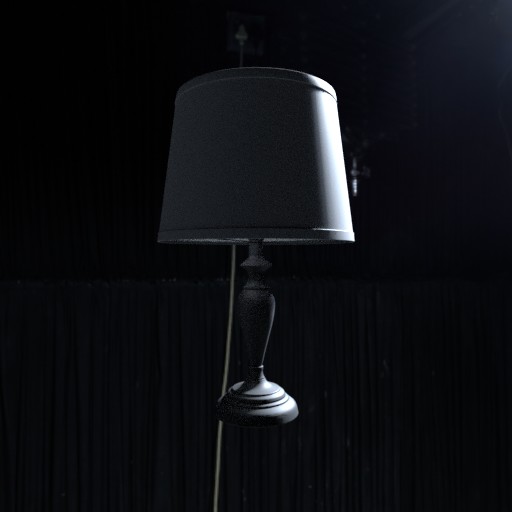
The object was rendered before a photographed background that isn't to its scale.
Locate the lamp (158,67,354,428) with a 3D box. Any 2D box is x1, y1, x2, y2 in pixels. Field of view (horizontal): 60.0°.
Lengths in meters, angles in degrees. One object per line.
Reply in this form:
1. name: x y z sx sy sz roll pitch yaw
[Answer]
1. lamp: 0.000 0.000 0.714 0.310 0.501 0.310 0 0 0
